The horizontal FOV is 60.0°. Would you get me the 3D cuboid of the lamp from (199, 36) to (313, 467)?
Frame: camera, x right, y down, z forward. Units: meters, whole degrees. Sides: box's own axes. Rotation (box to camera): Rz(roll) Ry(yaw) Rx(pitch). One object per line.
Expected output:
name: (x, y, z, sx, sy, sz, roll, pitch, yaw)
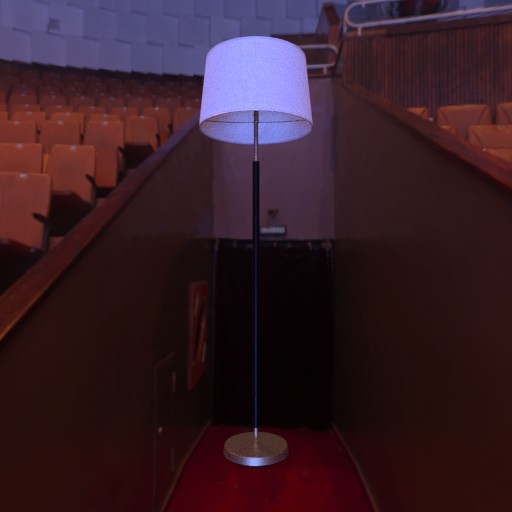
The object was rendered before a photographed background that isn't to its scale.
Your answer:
lamp: (0.000, 0.000, 1.640, 0.420, 1.447, 0.420, 0, -1, 0)
